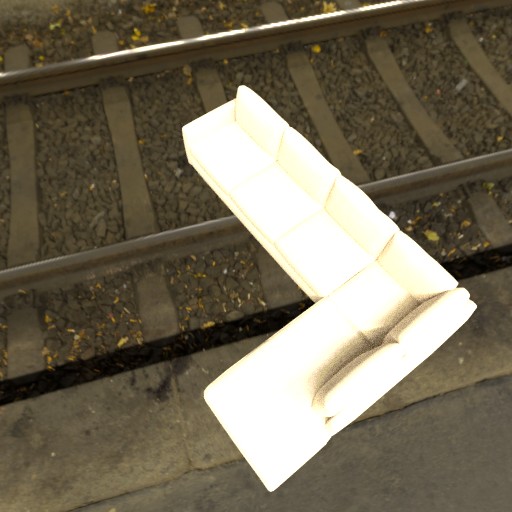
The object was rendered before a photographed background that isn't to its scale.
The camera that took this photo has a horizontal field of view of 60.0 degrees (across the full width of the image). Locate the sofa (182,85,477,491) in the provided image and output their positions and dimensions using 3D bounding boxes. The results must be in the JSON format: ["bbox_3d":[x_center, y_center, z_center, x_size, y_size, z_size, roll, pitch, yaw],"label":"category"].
[{"bbox_3d":[0.000,0.000,3.758,2.007,0.815,2.949,-34,67,-17],"label":"sofa"}]
